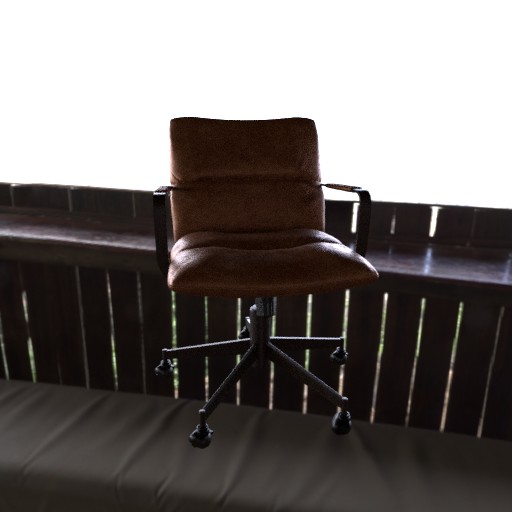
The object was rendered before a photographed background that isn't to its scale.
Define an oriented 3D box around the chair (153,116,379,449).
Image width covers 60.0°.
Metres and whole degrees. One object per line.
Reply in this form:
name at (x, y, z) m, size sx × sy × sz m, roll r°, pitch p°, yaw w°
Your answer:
chair at (0.000, 0.000, 1.496) m, size 0.727 × 0.922 × 0.754 m, roll -2°, pitch 16°, yaw -8°
